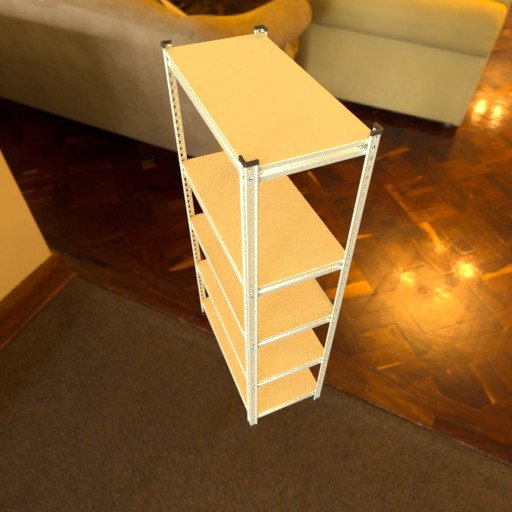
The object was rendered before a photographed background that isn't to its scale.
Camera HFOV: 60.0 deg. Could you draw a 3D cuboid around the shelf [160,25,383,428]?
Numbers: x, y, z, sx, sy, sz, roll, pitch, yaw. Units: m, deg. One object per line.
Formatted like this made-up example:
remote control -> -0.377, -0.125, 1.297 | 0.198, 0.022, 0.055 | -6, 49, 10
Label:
shelf -> 0.000, 0.000, 2.229 | 0.457, 1.829, 0.914 | -17, 49, -15
